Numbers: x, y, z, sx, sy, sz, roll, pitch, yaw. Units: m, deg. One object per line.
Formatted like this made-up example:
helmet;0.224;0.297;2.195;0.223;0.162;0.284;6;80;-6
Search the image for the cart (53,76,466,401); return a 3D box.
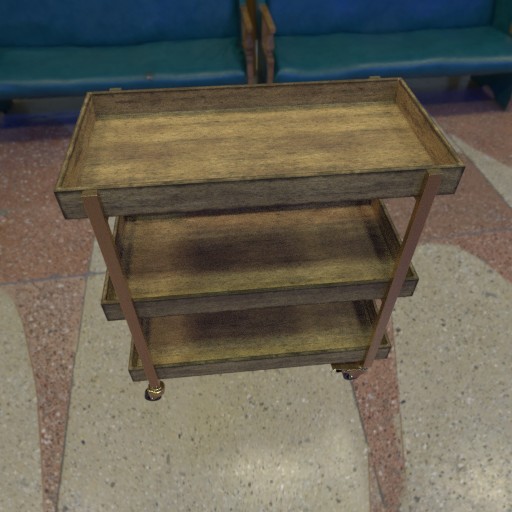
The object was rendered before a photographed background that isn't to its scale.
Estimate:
cart;0.000;0.000;1.216;0.750;0.799;0.416;-4;47;-4
